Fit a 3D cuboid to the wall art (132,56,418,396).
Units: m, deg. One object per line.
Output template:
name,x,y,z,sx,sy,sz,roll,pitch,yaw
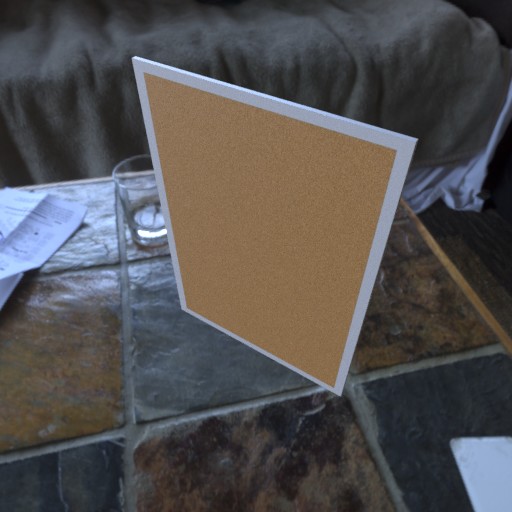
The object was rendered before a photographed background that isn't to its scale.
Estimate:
wall art,0.000,0.000,1.225,0.659,0.940,0.013,24,51,22
